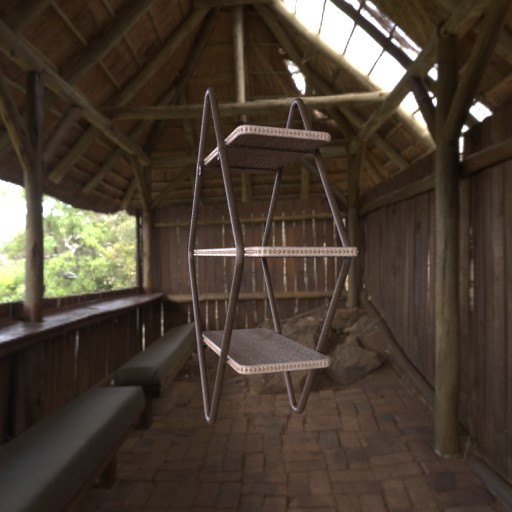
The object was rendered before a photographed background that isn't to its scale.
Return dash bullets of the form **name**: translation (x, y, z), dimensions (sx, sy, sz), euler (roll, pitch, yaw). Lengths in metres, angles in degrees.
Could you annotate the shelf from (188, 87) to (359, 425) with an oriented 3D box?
- **shelf**: translation (0.000, 0.000, 1.048), dimensions (0.234, 0.774, 0.609), euler (0, 0, -19)
